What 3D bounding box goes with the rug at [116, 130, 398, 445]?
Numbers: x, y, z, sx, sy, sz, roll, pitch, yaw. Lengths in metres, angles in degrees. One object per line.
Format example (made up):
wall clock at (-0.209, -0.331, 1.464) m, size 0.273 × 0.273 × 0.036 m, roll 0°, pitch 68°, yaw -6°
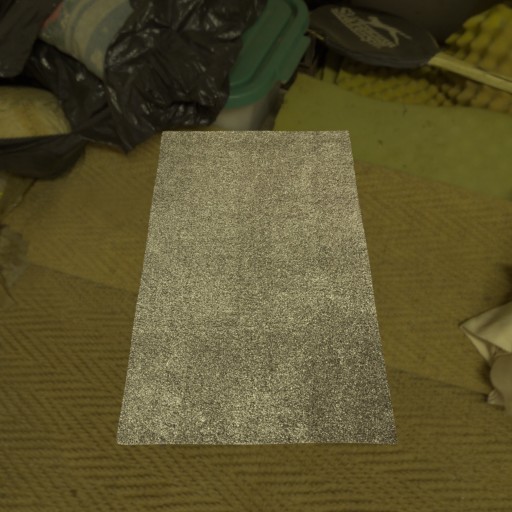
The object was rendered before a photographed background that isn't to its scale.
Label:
rug at (0.000, 0.000, 2.972) m, size 1.501 × 0.025 × 2.352 m, roll 0°, pitch 59°, yaw 0°
